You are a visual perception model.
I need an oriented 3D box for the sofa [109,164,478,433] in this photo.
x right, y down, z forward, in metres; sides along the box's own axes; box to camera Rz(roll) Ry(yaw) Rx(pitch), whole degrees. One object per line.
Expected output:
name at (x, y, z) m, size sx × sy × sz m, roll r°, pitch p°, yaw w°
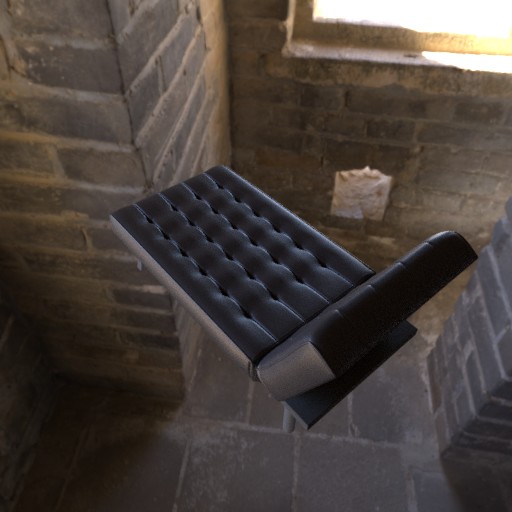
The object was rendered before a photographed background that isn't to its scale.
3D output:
sofa at (0.000, 0.000, 2.056) m, size 0.760 × 0.820 × 1.560 m, roll -31°, pitch 52°, yaw -27°
